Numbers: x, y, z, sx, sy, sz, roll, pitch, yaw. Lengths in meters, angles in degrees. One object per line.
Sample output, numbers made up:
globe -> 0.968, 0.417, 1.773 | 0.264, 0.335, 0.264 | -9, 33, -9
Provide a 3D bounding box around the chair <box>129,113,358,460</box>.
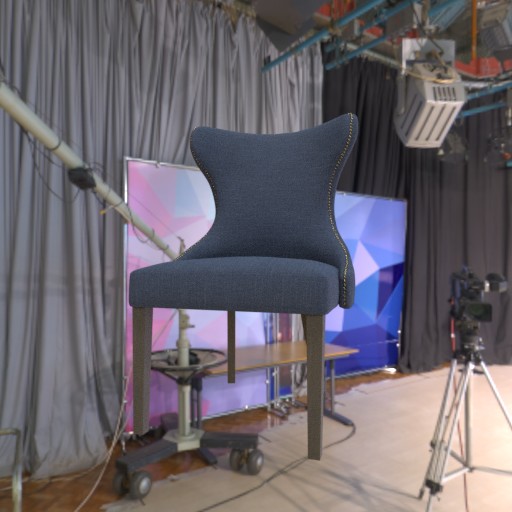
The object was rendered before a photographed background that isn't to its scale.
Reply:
chair -> 0.000, 0.000, 1.419 | 0.628, 0.967, 0.635 | 0, 1, 18
